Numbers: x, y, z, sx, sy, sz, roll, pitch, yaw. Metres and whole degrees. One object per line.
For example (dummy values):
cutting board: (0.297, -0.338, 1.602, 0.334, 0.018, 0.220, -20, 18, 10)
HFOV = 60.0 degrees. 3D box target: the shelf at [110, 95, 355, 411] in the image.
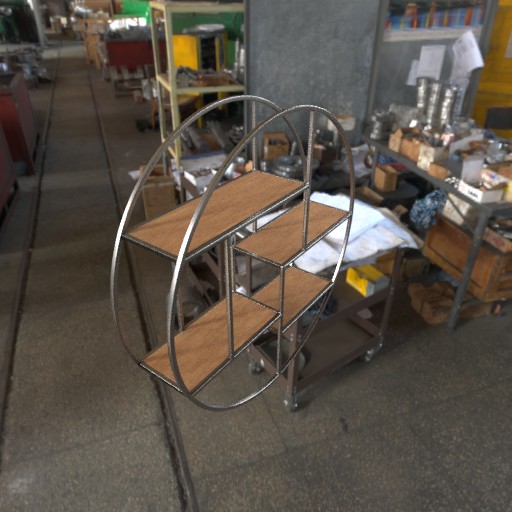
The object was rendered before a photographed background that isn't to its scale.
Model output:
shelf: (0.000, 0.000, 1.326, 0.202, 0.888, 0.888, 21, 38, 31)
